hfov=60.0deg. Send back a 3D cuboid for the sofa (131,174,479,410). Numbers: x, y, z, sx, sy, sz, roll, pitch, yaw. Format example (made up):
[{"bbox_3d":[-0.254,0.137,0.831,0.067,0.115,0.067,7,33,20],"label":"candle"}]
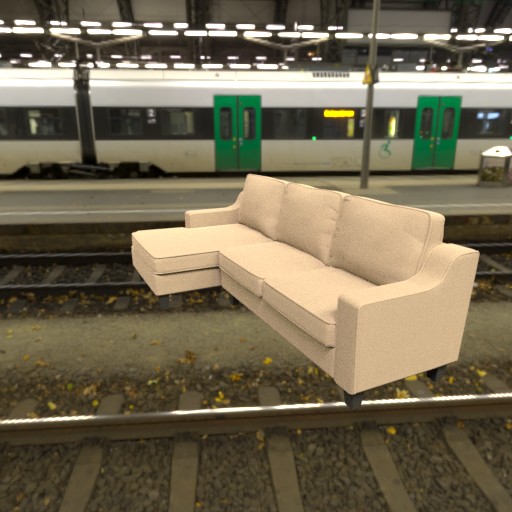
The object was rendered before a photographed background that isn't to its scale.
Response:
[{"bbox_3d":[0.000,0.000,3.154,1.294,0.928,2.561,-8,18,-25],"label":"sofa"}]
